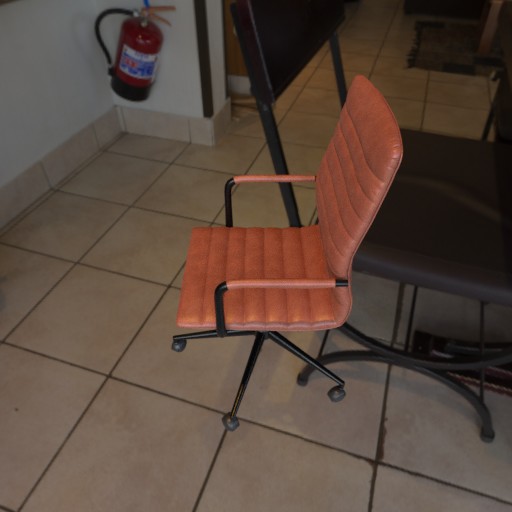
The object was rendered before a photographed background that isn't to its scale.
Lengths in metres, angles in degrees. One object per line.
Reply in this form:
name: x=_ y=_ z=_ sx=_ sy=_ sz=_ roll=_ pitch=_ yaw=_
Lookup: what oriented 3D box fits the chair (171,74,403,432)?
chair: x=0.000 y=0.000 z=1.245 sx=0.578 sy=0.878 sz=0.600 roll=0 pitch=41 yaw=0
